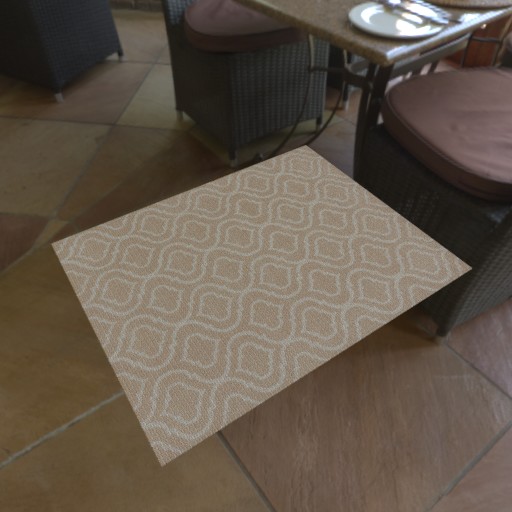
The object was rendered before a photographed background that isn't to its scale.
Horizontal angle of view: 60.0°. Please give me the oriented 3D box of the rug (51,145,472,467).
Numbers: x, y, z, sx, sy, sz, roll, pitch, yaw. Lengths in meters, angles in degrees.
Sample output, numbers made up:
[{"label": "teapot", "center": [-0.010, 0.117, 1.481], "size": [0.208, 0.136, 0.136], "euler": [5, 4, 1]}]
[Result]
[{"label": "rug", "center": [0.000, 0.000, 3.872], "size": [2.894, 0.013, 2.286], "euler": [-26, 52, -23]}]
